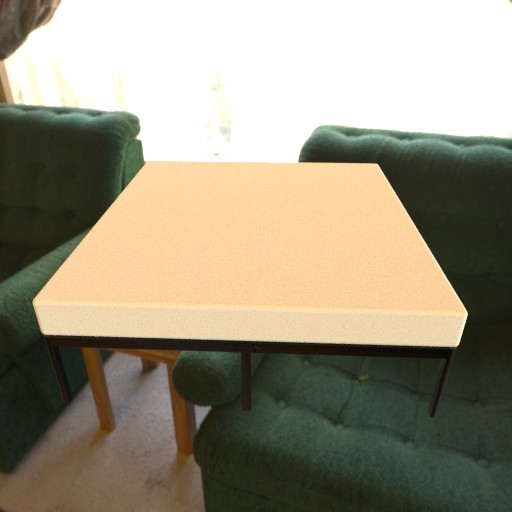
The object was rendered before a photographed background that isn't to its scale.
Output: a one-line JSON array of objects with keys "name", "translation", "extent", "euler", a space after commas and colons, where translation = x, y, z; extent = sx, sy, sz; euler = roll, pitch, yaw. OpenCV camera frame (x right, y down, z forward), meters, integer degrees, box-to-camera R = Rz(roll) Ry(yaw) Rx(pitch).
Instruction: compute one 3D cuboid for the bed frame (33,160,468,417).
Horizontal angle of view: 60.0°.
[{"name": "bed frame", "translation": [0.000, 0.000, 3.013], "extent": [1.963, 0.659, 2.079], "euler": [1, 30, 2]}]
